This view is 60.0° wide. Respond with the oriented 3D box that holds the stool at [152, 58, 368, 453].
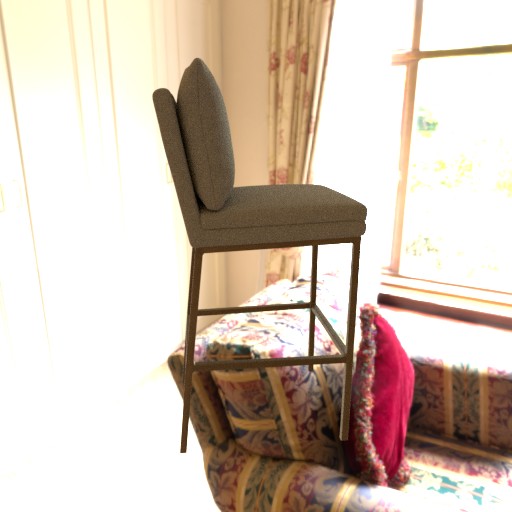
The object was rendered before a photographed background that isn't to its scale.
[{"bbox_3d":[0.000,0.000,1.447,0.569,1.132,0.463,-2,16,-8],"label":"stool"}]
